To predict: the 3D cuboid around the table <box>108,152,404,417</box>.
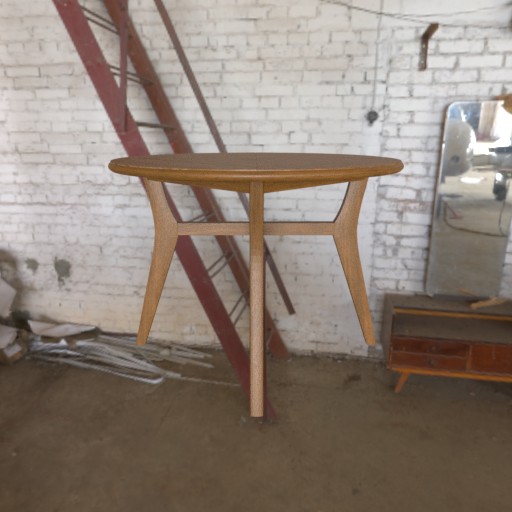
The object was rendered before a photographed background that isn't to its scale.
[{"bbox_3d":[0.000,0.000,1.757,1.055,0.757,1.055,0,16,0],"label":"table"}]
